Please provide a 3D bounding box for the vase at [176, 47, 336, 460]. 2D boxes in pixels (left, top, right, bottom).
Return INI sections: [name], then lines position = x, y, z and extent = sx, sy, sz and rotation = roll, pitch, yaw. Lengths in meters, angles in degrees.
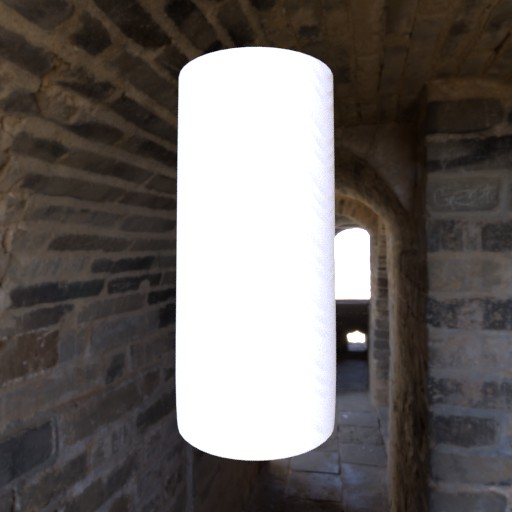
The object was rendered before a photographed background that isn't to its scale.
[vase]
position = 0.000, 0.000, 0.402
extent = 0.143, 0.316, 0.143
rotation = 0, 0, 0
